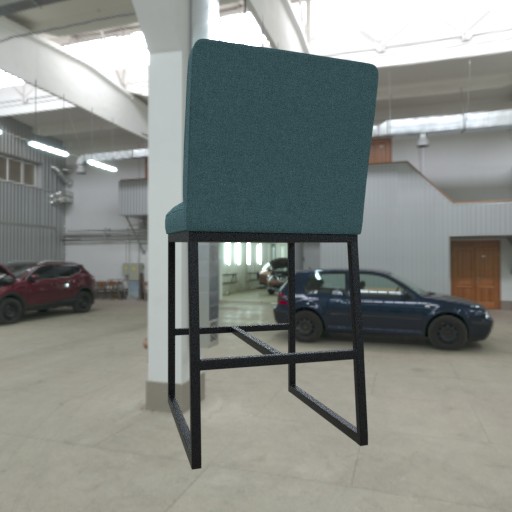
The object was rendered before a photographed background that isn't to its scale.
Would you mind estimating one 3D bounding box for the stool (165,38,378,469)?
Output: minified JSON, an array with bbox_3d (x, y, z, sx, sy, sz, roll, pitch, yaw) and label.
[{"bbox_3d":[0.000,0.000,1.258,0.460,0.940,0.560,0,-1,-17],"label":"stool"}]
